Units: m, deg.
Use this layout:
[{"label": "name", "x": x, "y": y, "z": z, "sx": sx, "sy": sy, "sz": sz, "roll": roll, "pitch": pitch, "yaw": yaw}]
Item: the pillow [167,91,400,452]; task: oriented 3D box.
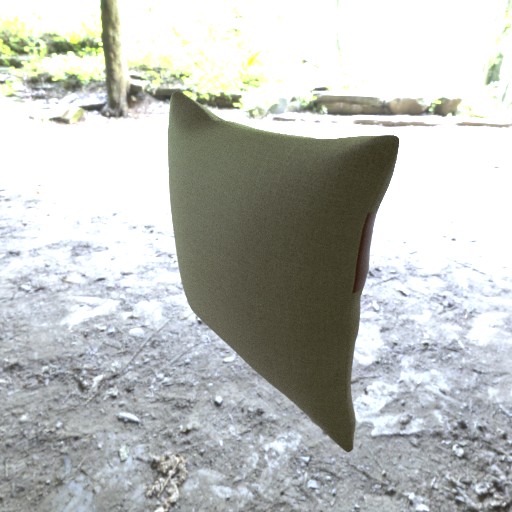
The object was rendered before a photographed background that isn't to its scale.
[{"label": "pillow", "x": 0.000, "y": 0.000, "z": 0.619, "sx": 0.173, "sy": 0.399, "sz": 0.414, "roll": -18, "pitch": 32, "yaw": -32}]
